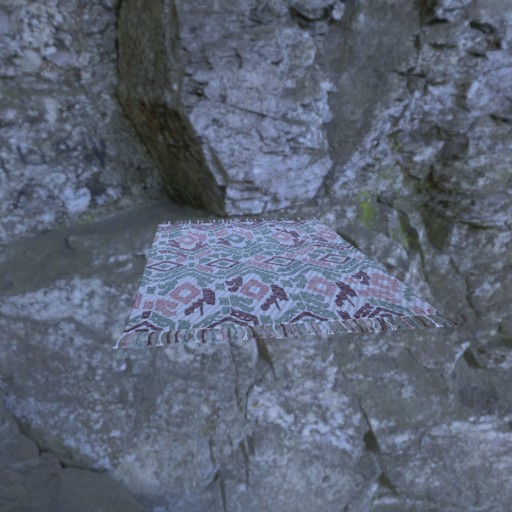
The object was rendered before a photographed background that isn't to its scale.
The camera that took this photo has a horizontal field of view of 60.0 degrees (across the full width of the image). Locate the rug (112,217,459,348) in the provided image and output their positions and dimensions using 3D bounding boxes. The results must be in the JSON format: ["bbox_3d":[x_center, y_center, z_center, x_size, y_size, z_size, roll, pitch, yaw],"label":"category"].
[{"bbox_3d":[0.000,0.000,3.049,1.524,0.011,2.438,-2,17,-8],"label":"rug"}]
